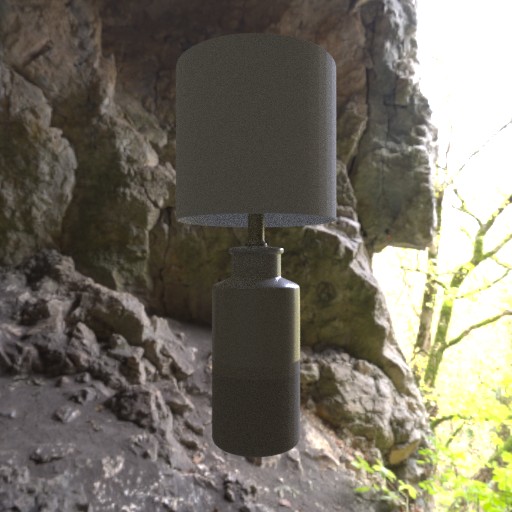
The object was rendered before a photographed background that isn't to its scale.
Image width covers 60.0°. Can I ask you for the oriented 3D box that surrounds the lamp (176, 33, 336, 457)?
[{"bbox_3d":[0.000,0.000,0.594,0.212,0.493,0.212,0,0,1],"label":"lamp"}]
